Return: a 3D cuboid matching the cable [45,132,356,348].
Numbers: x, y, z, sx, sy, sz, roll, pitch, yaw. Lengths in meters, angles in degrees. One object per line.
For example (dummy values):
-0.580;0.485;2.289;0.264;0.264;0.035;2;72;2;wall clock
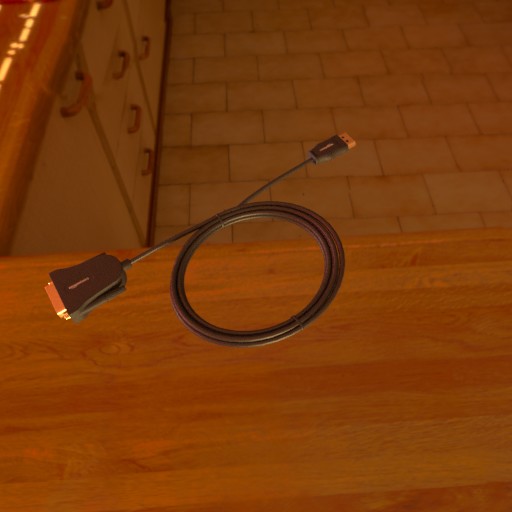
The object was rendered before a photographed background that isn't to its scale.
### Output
0.000;0.000;0.333;0.281;0.015;0.136;-29;62;-17;cable
